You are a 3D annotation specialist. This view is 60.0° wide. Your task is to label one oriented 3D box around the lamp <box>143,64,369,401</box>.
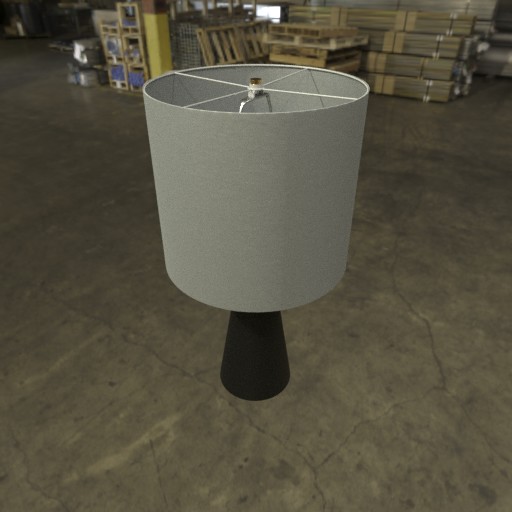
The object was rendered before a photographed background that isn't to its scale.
[{"bbox_3d":[0.000,0.000,0.768,0.308,0.580,0.308,20,38,28],"label":"lamp"}]
